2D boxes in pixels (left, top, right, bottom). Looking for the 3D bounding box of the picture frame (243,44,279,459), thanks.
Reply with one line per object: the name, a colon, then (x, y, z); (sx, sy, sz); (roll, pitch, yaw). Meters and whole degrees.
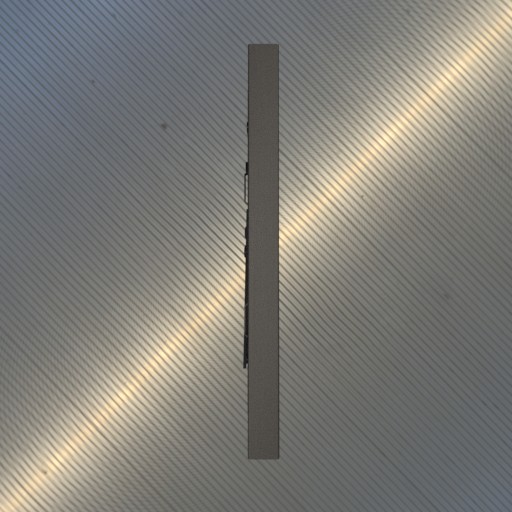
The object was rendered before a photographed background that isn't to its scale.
picture frame: (0.000, 0.000, 0.518); (0.036, 0.383, 0.307); (0, 88, 0)
